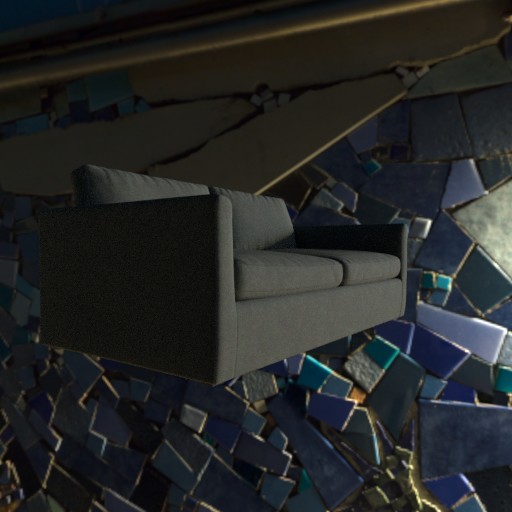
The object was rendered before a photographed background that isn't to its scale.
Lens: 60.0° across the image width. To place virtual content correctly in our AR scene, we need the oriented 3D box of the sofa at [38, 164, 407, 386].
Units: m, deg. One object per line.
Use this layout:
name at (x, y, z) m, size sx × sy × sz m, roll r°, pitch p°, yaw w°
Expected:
sofa at (0.000, 0.000, 2.466) m, size 1.091 × 0.845 × 1.909 m, roll 0°, pitch 1°, yaw 36°
